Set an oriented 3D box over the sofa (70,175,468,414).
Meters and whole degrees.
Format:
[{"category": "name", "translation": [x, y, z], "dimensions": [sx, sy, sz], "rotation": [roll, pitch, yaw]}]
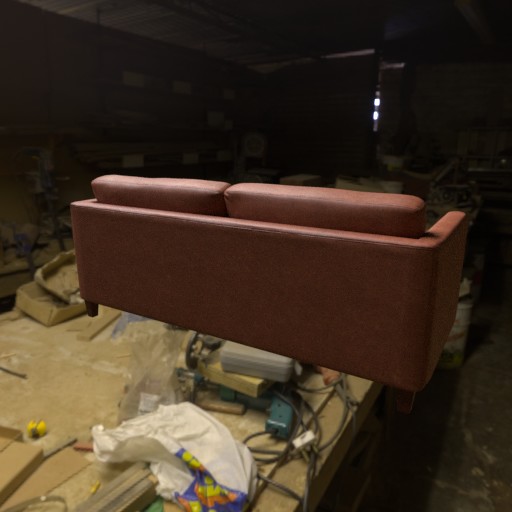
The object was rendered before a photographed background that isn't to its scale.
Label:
[{"category": "sofa", "translation": [0.000, 0.000, 2.683], "dimensions": [2.204, 0.932, 0.950], "rotation": [9, 18, 30]}]
